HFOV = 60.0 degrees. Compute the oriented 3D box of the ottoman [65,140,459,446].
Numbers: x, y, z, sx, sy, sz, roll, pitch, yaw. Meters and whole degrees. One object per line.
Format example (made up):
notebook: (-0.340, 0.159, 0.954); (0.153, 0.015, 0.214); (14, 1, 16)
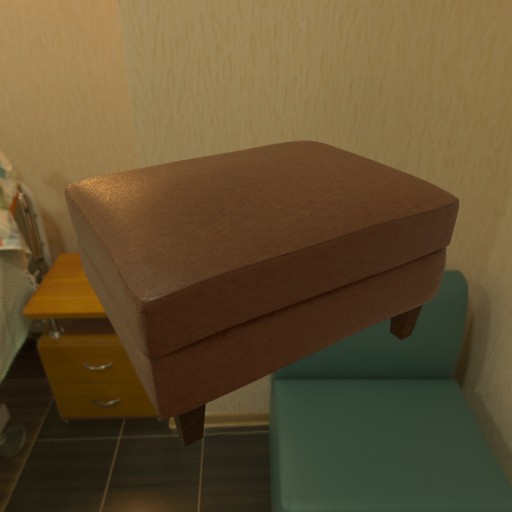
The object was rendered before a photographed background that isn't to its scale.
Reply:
ottoman: (0.000, 0.000, 1.237); (0.851, 0.485, 0.650); (-17, 34, -27)
